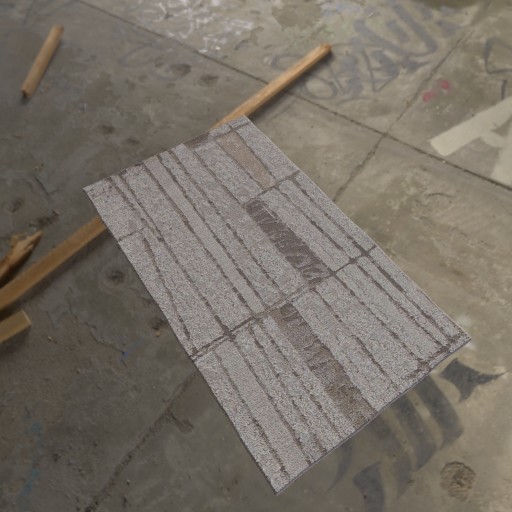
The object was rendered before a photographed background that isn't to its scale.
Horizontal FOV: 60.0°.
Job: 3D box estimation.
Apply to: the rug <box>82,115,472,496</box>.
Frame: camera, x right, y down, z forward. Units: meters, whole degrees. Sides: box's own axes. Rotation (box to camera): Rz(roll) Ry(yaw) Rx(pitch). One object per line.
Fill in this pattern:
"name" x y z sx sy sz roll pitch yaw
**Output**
"rug" 0.000 0.000 1.049 0.515 0.007 0.867 -30 62 -18
